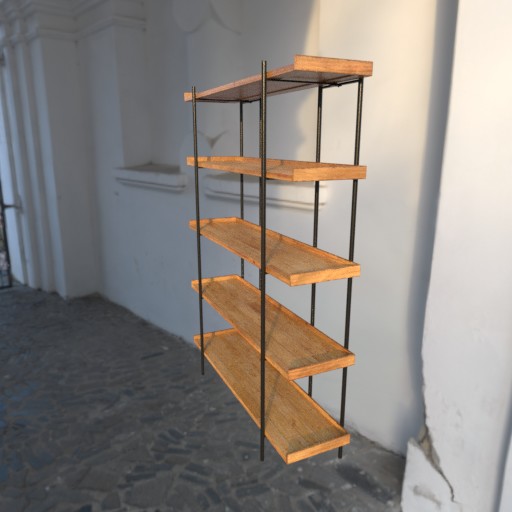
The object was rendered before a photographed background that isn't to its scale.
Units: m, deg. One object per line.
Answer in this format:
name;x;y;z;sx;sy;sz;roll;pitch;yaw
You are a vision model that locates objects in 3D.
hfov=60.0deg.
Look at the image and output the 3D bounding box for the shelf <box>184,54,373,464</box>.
shelf;0.000;0.000;2.434;0.379;1.826;1.371;-7;16;-24
